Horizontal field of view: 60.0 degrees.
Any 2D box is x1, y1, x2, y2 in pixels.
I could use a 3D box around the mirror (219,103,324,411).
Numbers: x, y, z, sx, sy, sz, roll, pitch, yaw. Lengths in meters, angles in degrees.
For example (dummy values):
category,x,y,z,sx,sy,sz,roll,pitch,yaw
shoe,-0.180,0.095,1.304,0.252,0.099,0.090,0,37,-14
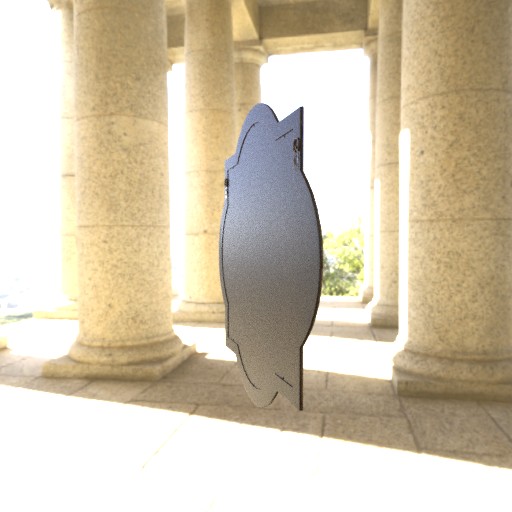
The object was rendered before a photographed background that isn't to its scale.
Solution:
category,x,y,z,sx,sy,sz,roll,pitch,yaw
mirror,0.000,0.000,1.055,0.019,0.686,0.686,0,2,-18
